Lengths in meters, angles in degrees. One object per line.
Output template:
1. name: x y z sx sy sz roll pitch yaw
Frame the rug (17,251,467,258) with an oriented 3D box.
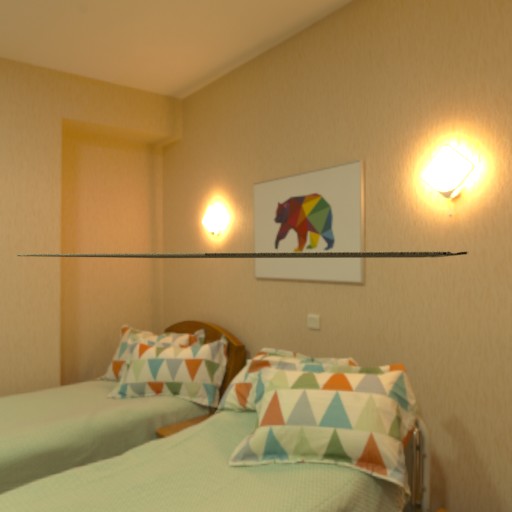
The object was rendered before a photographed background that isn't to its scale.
1. rug: 0.000 0.000 2.895 2.312 0.013 1.600 0 -1 18
